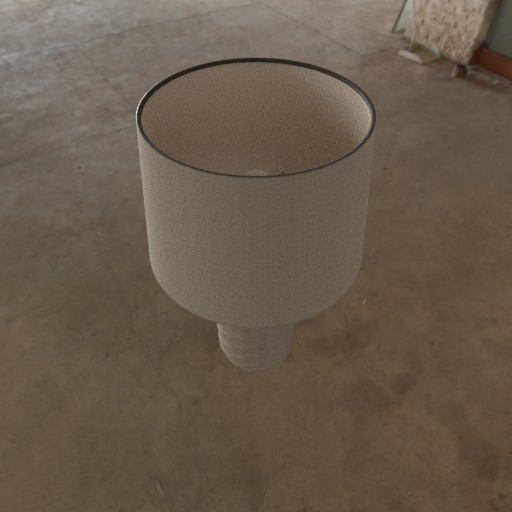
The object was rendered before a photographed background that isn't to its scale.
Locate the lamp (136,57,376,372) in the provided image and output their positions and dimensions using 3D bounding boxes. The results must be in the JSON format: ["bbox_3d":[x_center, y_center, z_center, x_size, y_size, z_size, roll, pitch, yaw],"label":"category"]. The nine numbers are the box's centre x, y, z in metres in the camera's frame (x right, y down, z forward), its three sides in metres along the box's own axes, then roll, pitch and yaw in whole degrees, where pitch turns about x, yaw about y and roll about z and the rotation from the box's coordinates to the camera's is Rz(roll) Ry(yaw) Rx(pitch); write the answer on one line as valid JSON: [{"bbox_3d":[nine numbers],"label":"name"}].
[{"bbox_3d":[0.000,0.000,0.822,0.376,0.594,0.376,0,46,0],"label":"lamp"}]
